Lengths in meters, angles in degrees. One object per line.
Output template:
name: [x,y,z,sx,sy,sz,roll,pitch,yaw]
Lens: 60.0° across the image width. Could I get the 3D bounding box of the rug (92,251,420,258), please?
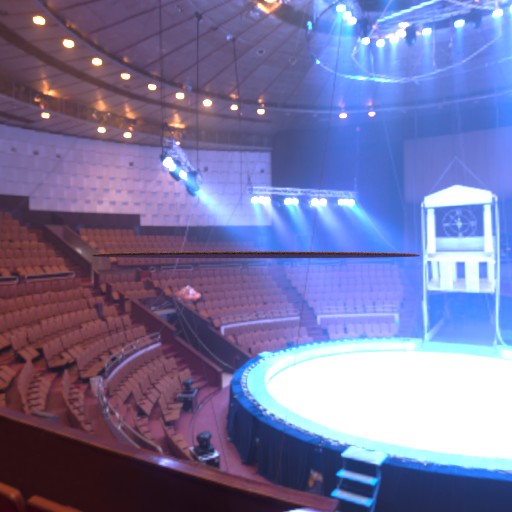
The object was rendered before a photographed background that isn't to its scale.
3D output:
rug: [0.000,0.000,3.436,2.382,0.014,2.382,0,-1,0]
